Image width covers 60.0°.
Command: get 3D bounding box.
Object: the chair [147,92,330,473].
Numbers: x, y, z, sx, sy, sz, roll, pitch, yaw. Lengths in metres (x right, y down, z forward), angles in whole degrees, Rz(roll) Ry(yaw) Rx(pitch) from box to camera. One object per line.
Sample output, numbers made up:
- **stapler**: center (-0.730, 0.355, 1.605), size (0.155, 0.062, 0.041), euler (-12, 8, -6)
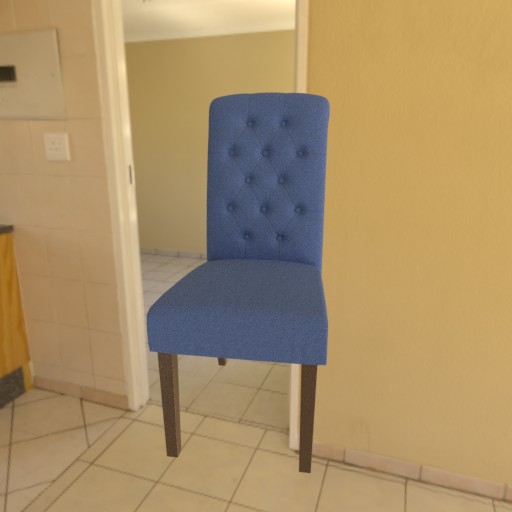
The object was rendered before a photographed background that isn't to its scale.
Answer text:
- **chair**: center (0.000, 0.000, 1.381), size (0.456, 1.006, 0.671), euler (2, 15, 9)
